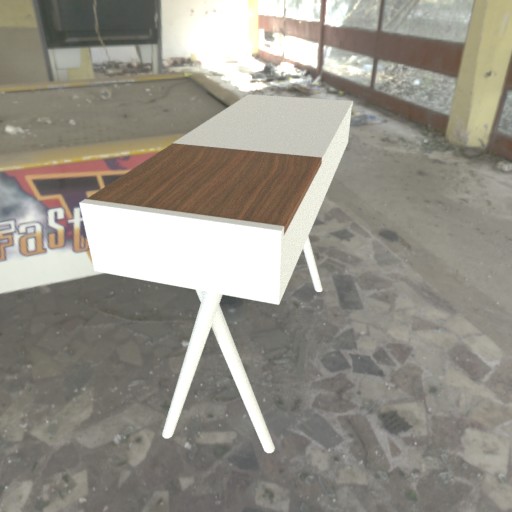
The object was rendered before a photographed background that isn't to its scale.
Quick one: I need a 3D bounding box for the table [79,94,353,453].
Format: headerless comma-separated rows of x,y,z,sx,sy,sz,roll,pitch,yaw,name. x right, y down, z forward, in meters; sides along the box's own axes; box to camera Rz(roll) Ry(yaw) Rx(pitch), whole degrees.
0.000,0.000,1.437,0.418,0.785,1.066,9,32,14,table
